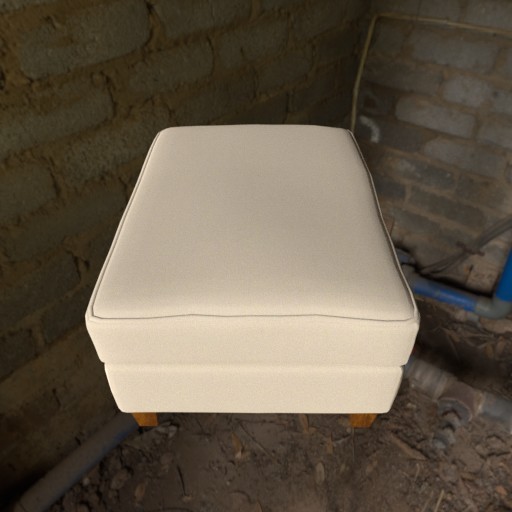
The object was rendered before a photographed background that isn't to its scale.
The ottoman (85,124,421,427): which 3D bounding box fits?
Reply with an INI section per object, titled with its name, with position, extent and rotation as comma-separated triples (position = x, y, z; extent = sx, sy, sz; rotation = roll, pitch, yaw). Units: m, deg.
[ottoman]
position = 0.000, 0.000, 1.210
extent = 0.634, 0.485, 0.818
rotation = 0, 40, 0
